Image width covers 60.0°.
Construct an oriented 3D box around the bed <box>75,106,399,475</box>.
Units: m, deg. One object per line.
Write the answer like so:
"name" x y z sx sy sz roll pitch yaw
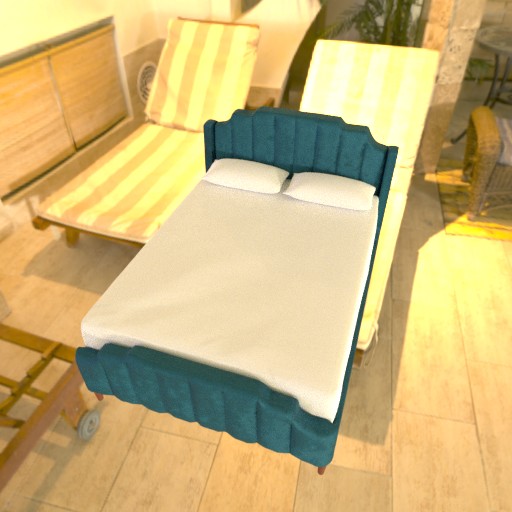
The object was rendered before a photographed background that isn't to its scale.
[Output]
"bed" 0.000 0.000 3.264 1.678 1.338 2.322 12 42 14
